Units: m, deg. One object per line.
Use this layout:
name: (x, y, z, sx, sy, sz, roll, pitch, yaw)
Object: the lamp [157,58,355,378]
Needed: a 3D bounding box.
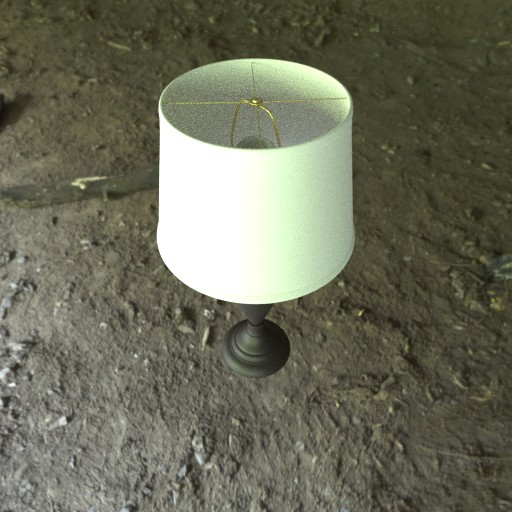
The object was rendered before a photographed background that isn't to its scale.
lamp: (0.000, 0.000, 0.812, 0.335, 0.611, 0.335, 0, 46, 0)
